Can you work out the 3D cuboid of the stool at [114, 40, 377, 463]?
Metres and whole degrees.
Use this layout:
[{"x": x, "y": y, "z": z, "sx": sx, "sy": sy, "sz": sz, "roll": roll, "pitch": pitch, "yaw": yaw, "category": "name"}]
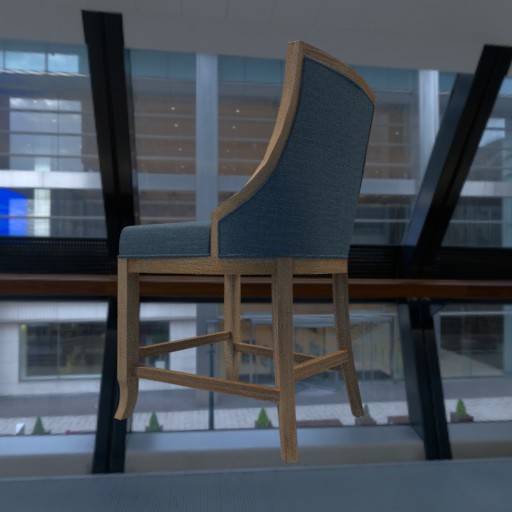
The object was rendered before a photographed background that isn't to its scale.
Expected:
[{"x": 0.000, "y": 0.000, "z": 1.300, "sx": 0.626, "sy": 0.938, "sz": 0.524, "roll": -1, "pitch": -1, "yaw": 37, "category": "stool"}]
